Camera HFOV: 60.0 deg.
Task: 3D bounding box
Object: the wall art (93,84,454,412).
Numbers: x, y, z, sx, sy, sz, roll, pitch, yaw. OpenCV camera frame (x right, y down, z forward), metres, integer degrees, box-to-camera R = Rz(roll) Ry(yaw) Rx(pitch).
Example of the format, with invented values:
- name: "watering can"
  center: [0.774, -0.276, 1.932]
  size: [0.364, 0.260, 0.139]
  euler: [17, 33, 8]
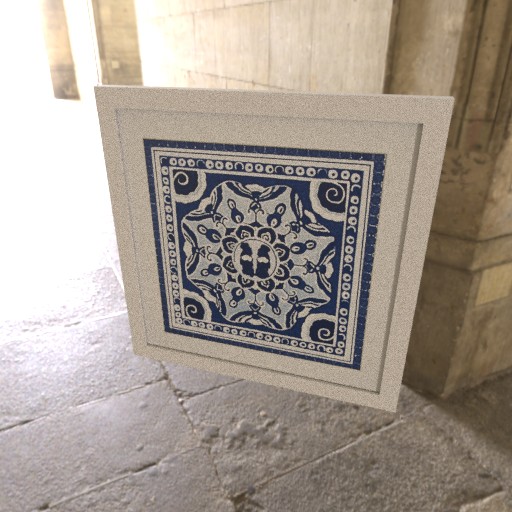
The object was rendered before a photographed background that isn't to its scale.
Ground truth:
- name: "wall art"
  center: [0.000, 0.000, 0.796]
  size: [0.559, 0.559, 0.028]
  euler: [8, 27, 16]
